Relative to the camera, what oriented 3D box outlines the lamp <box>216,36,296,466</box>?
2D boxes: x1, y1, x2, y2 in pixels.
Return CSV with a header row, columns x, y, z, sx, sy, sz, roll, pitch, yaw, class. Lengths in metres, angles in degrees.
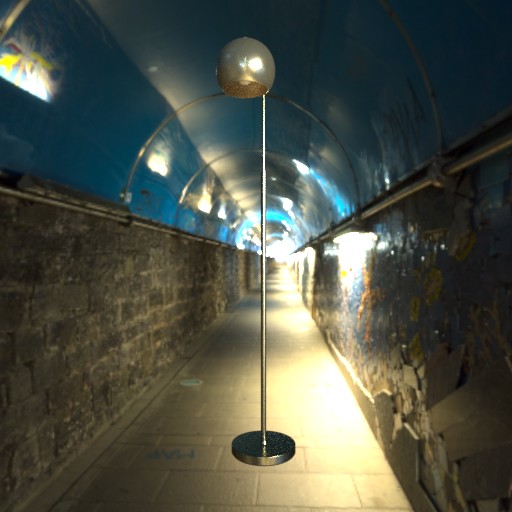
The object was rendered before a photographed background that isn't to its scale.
x,y,z,sx,sy,sz,roll,pitch,yaw,class
0.000,0.000,1.644,0.250,1.526,0.431,0,0,19,lamp
